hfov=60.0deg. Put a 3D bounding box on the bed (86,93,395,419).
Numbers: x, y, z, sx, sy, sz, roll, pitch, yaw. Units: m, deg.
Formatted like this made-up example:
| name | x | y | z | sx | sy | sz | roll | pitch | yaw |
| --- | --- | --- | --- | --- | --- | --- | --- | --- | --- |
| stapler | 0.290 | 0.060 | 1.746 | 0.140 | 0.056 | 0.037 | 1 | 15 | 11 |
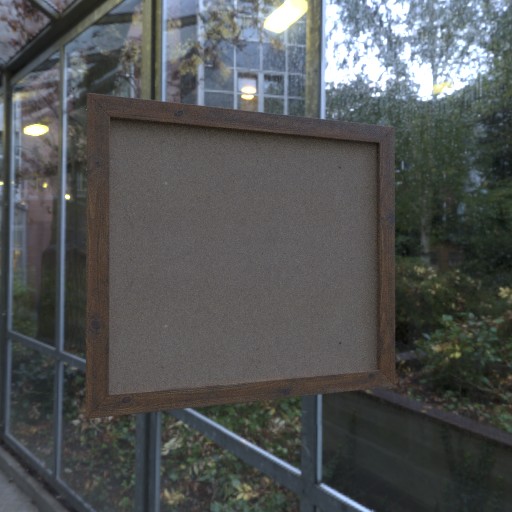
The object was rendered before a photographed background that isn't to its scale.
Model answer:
| name | x | y | z | sx | sy | sz | roll | pitch | yaw |
| --- | --- | --- | --- | --- | --- | --- | --- | --- | --- |
| bed | 0.000 | 0.000 | 1.464 | 1.046 | 0.942 | 0.046 | 0 | -1 | -18 |
